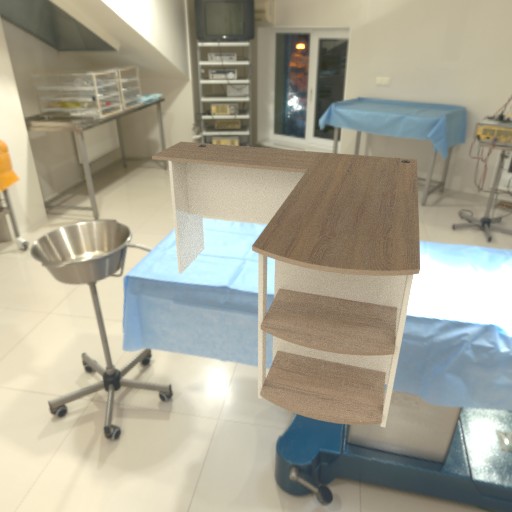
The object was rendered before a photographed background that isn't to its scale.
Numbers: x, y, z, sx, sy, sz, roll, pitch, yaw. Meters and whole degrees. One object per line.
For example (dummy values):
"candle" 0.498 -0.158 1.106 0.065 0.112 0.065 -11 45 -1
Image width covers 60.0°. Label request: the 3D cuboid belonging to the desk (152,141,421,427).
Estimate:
"desk" 0.000 0.000 2.118 1.361 0.716 1.303 8 29 15
